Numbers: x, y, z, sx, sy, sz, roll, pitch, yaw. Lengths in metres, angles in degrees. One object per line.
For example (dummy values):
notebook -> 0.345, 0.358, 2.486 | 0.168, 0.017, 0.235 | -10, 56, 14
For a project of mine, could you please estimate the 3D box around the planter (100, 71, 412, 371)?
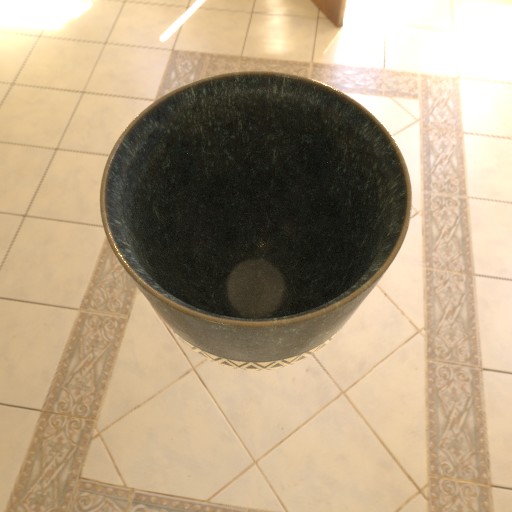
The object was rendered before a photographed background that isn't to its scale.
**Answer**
planter -> 0.000, 0.000, 0.374 | 0.195, 0.214, 0.195 | 0, 63, 0
